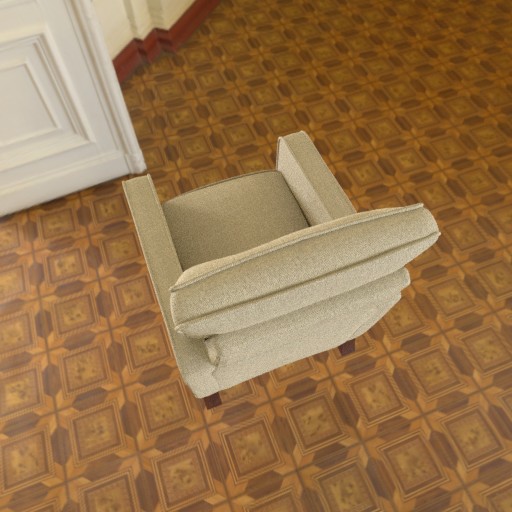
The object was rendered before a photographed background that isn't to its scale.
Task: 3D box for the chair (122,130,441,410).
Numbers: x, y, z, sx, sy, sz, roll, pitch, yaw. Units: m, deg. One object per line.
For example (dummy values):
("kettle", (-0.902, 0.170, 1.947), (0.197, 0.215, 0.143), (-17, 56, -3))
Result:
("chair", (0.000, 0.000, 1.389), (0.648, 0.888, 0.754), (-19, 59, -11))
